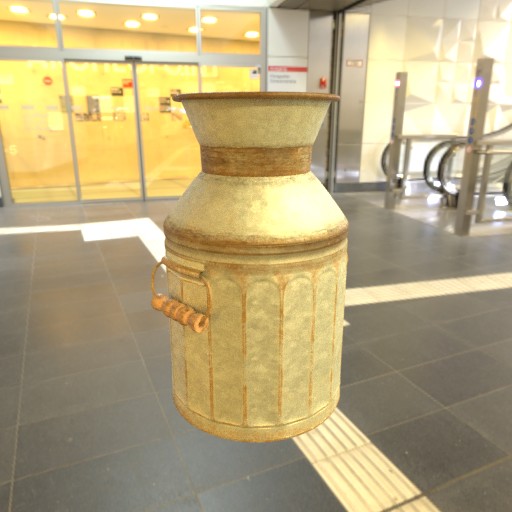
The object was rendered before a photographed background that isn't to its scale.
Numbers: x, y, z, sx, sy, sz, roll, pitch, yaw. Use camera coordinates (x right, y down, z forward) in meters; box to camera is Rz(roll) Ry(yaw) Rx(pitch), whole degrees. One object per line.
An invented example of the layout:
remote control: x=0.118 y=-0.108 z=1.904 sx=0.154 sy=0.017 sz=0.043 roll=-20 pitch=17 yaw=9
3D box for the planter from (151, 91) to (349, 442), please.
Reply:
planter: x=0.000 y=0.000 z=0.526 sx=0.248 sy=0.358 sz=0.215 roll=-16 pitch=23 yaw=-41
